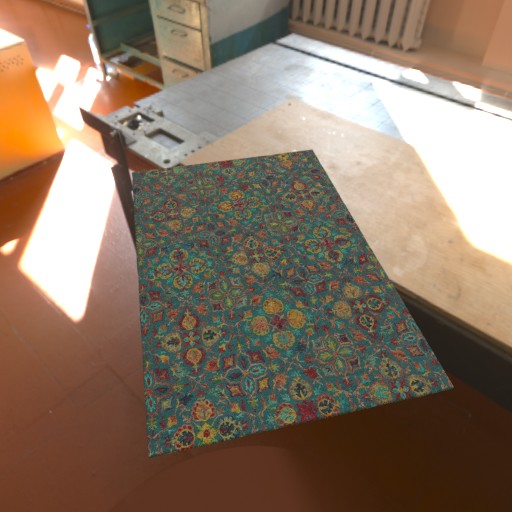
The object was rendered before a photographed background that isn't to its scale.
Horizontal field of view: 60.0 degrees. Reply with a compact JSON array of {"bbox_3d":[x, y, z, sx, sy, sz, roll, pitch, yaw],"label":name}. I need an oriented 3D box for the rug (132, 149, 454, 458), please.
[{"bbox_3d":[0.000,0.000,2.903,1.527,0.016,2.290,-9,46,-9],"label":"rug"}]
